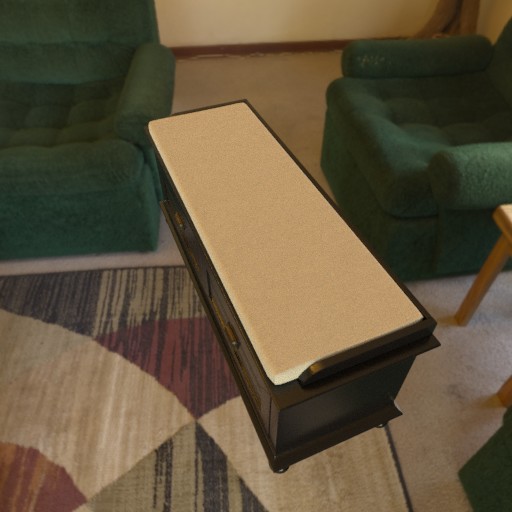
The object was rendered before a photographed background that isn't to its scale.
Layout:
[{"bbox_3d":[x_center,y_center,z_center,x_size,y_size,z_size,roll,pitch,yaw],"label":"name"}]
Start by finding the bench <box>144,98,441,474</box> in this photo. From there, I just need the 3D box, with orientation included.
[{"bbox_3d":[0.000,0.000,1.461,0.402,0.501,1.185,-17,49,-16],"label":"bench"}]
